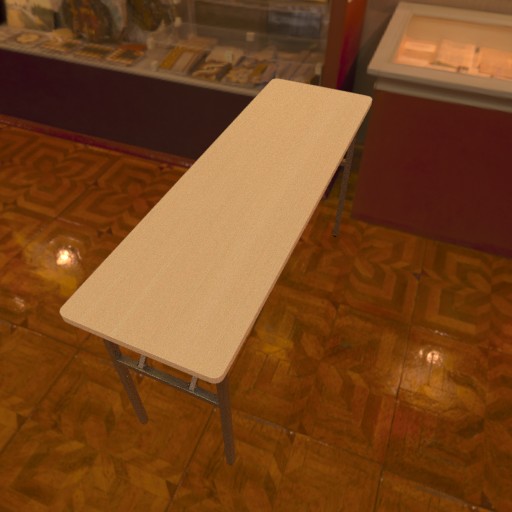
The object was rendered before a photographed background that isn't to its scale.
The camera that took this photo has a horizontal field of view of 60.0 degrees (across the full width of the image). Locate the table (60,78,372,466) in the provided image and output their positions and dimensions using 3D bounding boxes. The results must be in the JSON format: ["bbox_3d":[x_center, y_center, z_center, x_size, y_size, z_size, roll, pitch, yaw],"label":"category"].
[{"bbox_3d":[0.000,0.000,1.722,0.446,0.750,1.397,18,49,16],"label":"table"}]
